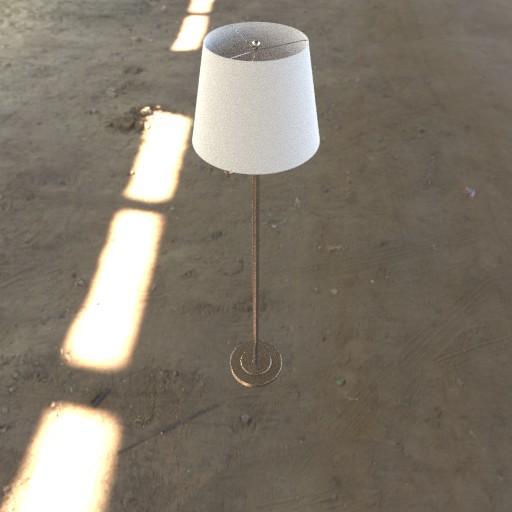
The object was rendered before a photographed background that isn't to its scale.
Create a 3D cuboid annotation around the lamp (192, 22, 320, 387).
[{"bbox_3d":[0.000,0.000,1.584,0.355,1.473,0.355,0,46,0],"label":"lamp"}]
